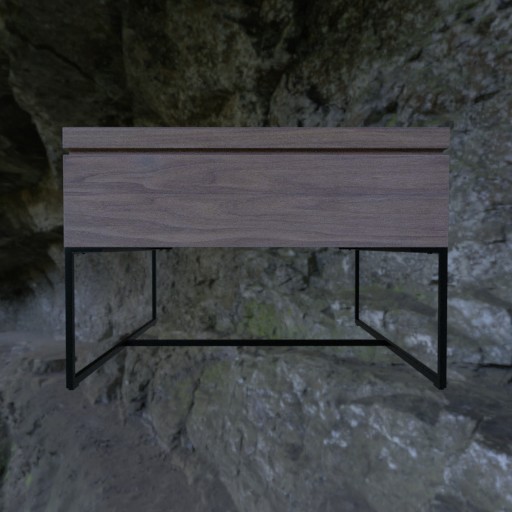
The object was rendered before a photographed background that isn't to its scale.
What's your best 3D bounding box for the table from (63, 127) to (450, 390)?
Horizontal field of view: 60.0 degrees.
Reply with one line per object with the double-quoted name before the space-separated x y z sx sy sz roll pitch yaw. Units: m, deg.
"table" 0.000 0.000 1.116 0.679 0.464 0.676 0 1 0
